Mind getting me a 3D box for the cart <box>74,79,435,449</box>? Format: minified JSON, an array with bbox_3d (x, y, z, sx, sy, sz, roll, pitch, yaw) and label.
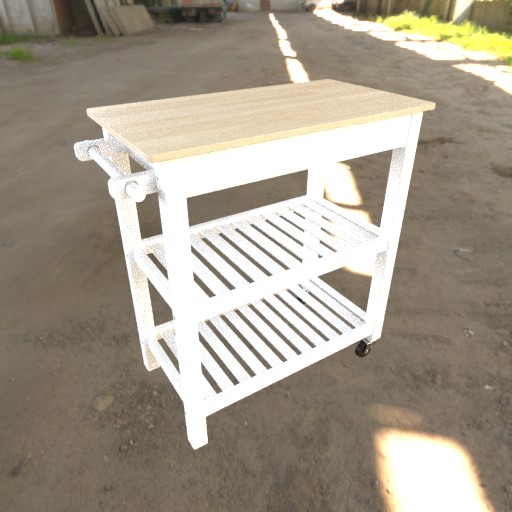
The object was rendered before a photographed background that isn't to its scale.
[{"bbox_3d":[0.000,0.000,1.422,0.899,0.927,0.457,-18,36,-27],"label":"cart"}]
